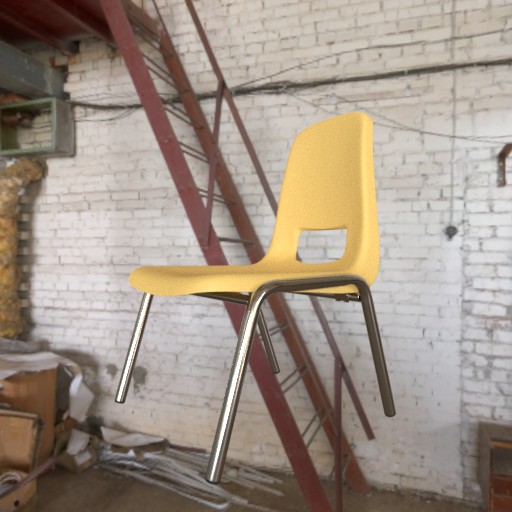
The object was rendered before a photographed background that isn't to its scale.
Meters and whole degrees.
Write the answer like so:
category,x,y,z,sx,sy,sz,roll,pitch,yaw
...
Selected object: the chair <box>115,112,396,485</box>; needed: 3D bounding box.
category,x,y,z,sx,sy,sz,roll,pitch,yaw
chair,0.000,0.000,0.768,0.385,0.536,0.354,-1,1,-36
